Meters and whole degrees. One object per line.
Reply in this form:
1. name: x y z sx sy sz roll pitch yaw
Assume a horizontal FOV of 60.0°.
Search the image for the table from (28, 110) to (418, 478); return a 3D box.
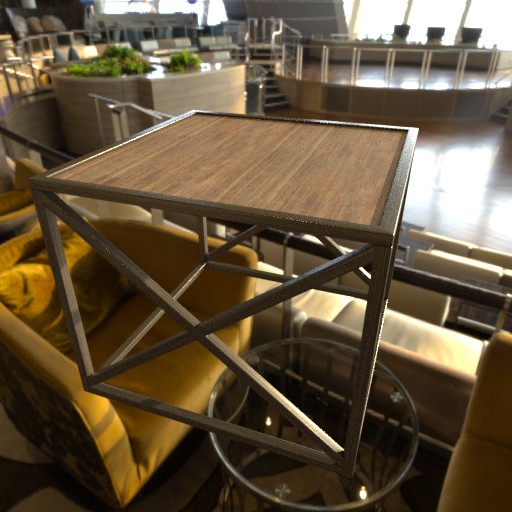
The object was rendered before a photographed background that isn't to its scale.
1. table: 0.000 0.000 1.041 0.611 0.507 0.609 10 31 18
